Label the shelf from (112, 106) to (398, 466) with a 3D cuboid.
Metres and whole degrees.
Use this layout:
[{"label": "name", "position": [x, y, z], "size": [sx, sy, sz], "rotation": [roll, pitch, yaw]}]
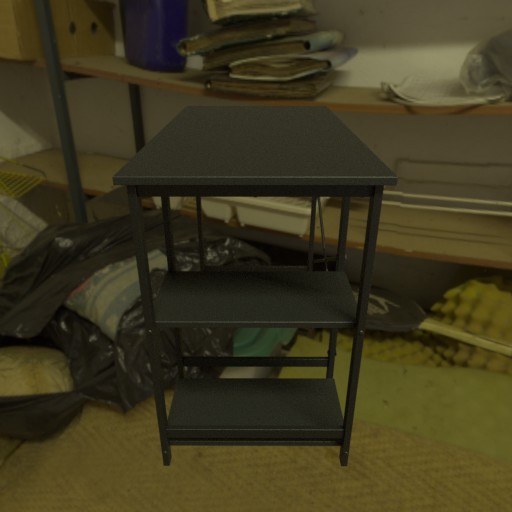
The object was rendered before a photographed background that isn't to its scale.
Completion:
[{"label": "shelf", "position": [0.000, 0.000, 1.340], "size": [0.498, 0.749, 0.902], "rotation": [0, 26, 0]}]
